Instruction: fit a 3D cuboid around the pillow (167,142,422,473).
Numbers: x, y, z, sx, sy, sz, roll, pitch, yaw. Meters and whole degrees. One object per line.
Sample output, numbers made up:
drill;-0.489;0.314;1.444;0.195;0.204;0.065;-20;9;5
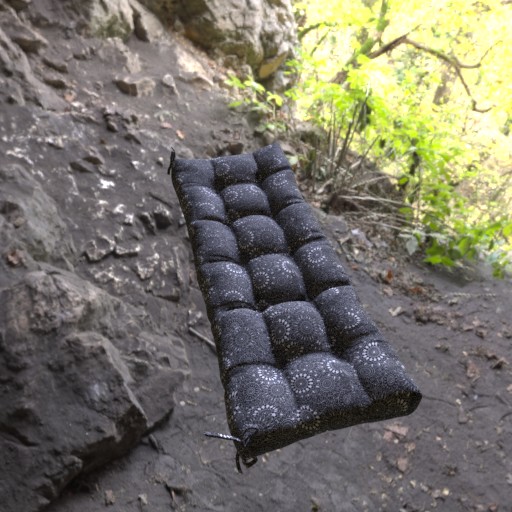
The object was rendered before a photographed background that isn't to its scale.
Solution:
pillow;0.000;0.000;1.365;0.511;0.174;1.194;-11;47;-11
